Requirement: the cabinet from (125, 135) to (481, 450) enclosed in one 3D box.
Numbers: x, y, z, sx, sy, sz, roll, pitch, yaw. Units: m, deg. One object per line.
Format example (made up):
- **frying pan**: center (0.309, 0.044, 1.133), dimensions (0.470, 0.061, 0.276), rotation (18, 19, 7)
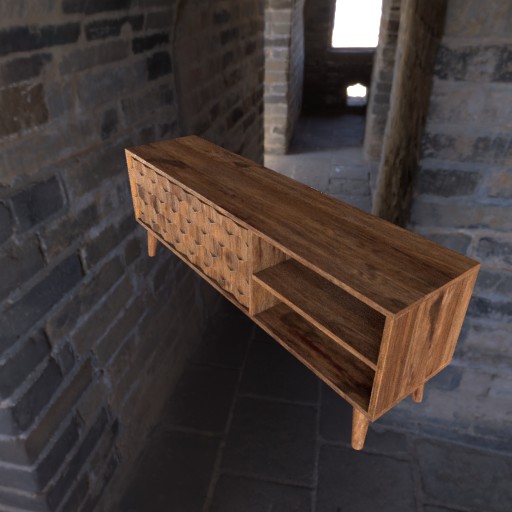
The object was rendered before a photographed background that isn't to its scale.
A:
- **cabinet**: center (0.000, 0.000, 1.674), dimensions (0.349, 0.528, 1.448), rotation (-21, 37, -31)
